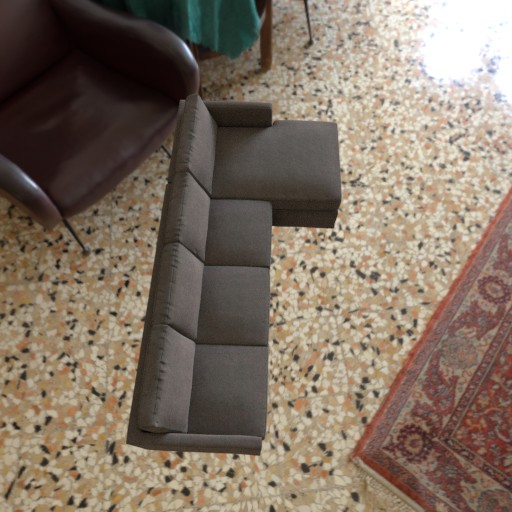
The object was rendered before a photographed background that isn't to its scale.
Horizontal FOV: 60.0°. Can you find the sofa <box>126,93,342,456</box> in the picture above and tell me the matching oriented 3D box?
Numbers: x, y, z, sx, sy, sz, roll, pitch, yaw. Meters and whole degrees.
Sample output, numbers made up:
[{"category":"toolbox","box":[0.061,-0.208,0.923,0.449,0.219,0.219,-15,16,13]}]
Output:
[{"category":"sofa","box":[0.000,0.000,3.930,1.650,0.922,3.205,2,63,1]}]
